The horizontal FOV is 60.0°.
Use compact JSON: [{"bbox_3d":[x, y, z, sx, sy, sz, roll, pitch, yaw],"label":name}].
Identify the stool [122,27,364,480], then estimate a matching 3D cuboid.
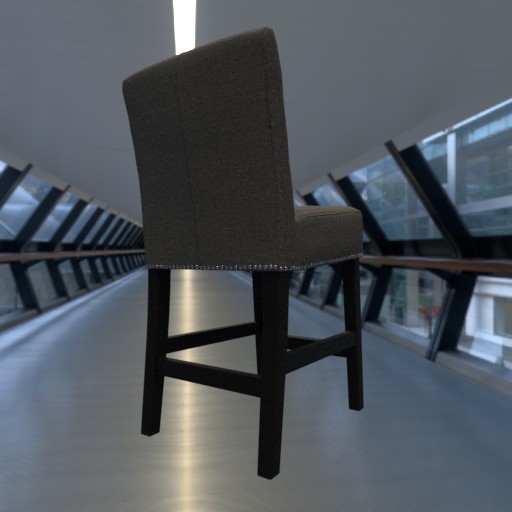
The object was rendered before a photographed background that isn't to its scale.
[{"bbox_3d":[0.000,0.000,1.165,0.427,0.885,0.571,0,0,36],"label":"stool"}]
